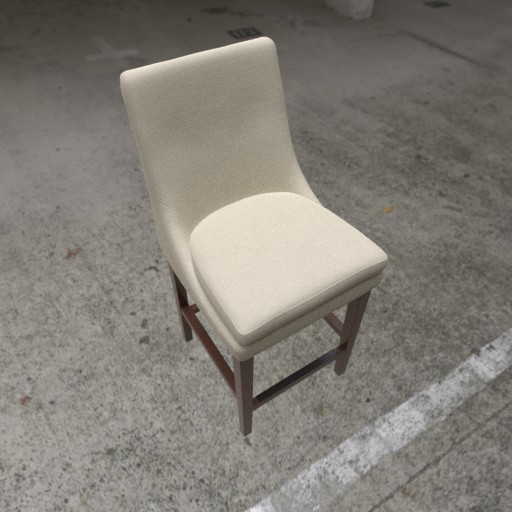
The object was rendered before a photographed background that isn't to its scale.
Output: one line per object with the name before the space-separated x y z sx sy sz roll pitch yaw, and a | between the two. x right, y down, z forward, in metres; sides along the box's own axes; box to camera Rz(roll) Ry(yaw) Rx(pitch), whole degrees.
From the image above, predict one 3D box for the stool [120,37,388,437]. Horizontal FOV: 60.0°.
stool | 0.000 0.000 1.281 0.470 0.981 0.577 -25 51 -22
